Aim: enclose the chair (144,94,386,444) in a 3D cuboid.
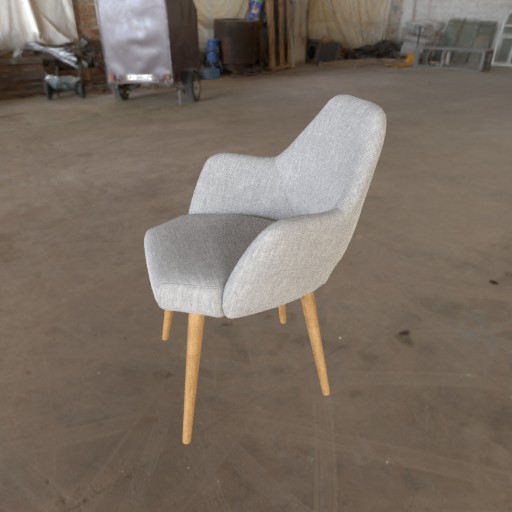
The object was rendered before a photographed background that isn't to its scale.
[{"bbox_3d":[0.000,0.000,1.279,0.610,0.840,0.590,-9,30,-15],"label":"chair"}]
